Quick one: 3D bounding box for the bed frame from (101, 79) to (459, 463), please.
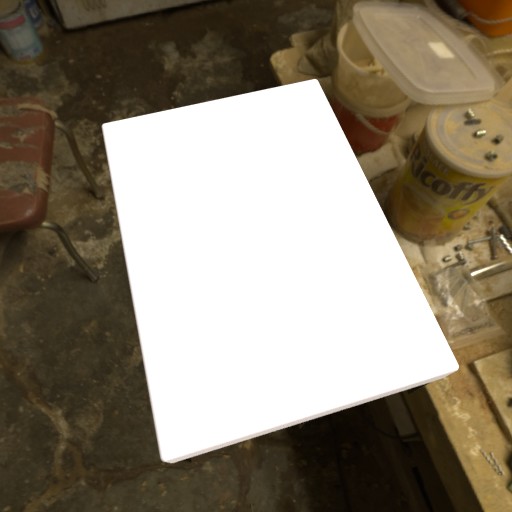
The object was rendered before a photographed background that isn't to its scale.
[{"bbox_3d":[0.000,0.000,2.656,1.408,0.659,1.956,-15,64,-7],"label":"bed frame"}]
